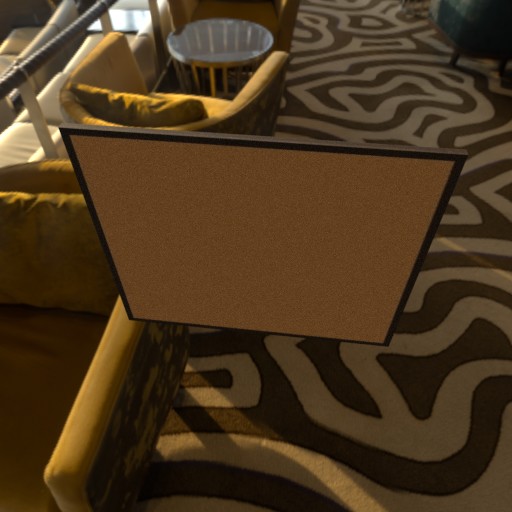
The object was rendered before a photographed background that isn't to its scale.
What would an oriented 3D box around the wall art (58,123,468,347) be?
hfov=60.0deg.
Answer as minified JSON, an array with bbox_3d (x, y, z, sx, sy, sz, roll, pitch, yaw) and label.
[{"bbox_3d":[0.000,0.000,1.438,1.033,0.875,0.023,5,47,5],"label":"wall art"}]
